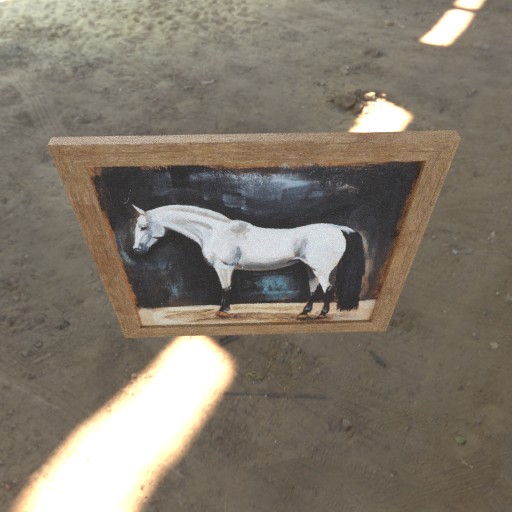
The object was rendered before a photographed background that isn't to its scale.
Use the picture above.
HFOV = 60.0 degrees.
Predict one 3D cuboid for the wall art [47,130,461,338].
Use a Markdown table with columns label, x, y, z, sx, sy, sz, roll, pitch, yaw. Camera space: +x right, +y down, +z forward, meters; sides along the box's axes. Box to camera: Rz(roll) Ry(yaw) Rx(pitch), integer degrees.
| label | x | y | z | sx | sy | sz | roll | pitch | yaw |
| --- | --- | --- | --- | --- | --- | --- | --- | --- | --- |
| wall art | 0.000 | 0.000 | 0.963 | 0.690 | 0.588 | 0.026 | -1 | 47 | -1 |
